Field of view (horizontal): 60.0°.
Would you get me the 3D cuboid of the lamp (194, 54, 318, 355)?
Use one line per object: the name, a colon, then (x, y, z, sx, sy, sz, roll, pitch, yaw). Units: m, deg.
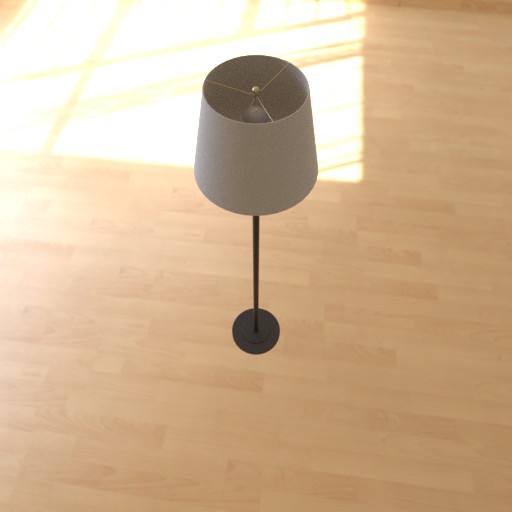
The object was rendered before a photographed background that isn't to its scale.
lamp: (0.000, 0.000, 1.645, 0.348, 1.473, 0.348, -15, 59, -9)
